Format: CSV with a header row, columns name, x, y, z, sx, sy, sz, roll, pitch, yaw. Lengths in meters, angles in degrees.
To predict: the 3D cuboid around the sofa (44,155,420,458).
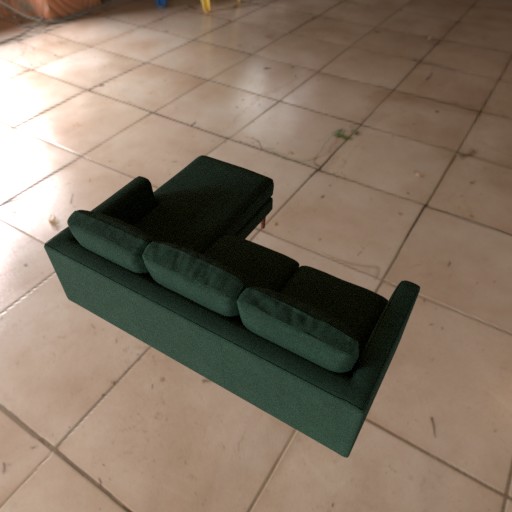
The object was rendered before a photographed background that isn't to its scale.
name,x,y,z,sx,sy,sz,roll,pitch,yaw
sofa,0.000,0.000,2.901,2.030,0.899,1.580,23,49,22
